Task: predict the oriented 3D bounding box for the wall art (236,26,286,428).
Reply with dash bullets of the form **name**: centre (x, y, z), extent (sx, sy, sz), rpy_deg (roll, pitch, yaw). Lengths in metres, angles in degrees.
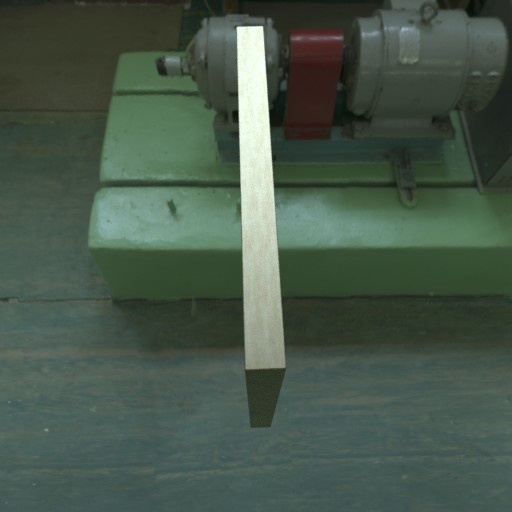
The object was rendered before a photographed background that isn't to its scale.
- **wall art**: centre (0.000, 0.000, 0.765), extent (0.040, 0.506, 0.503), rpy_deg (-2, 63, -1)
